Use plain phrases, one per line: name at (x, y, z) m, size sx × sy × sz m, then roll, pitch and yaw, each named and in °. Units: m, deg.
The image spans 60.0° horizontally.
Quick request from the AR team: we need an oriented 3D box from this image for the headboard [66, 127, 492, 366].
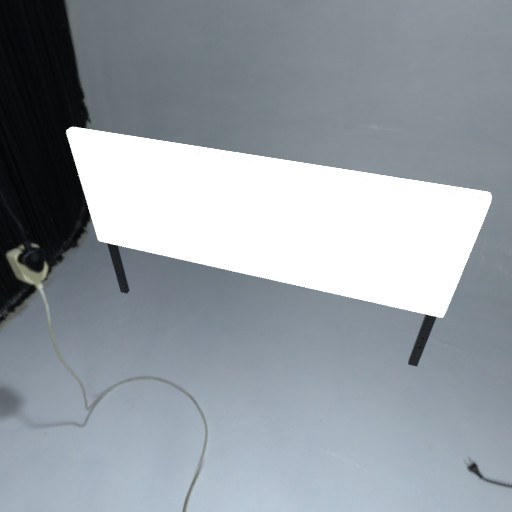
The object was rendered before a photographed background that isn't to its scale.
headboard at (0.000, 0.000, 2.834) m, size 2.362 × 1.410 × 0.120 m, roll 12°, pitch 42°, yaw 14°
